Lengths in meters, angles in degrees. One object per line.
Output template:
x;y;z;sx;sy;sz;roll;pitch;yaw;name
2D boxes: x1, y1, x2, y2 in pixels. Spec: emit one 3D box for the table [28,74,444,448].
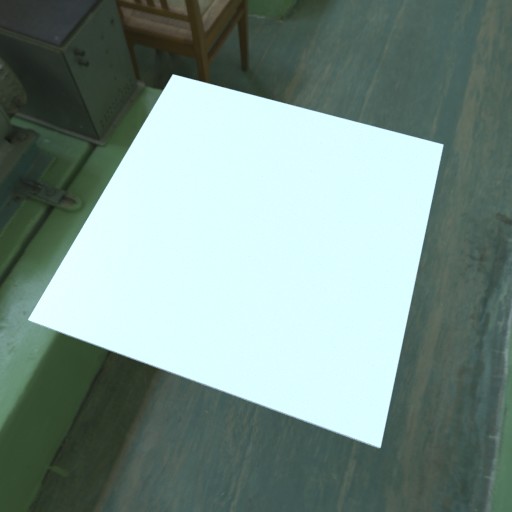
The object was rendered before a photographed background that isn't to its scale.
0.000;0.000;1.057;0.670;0.305;0.670;17;66;8;table
